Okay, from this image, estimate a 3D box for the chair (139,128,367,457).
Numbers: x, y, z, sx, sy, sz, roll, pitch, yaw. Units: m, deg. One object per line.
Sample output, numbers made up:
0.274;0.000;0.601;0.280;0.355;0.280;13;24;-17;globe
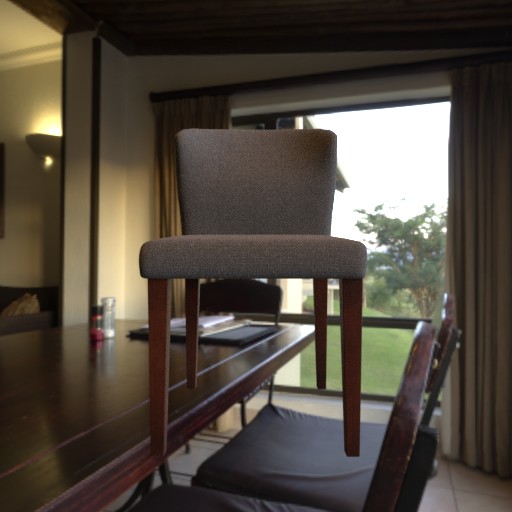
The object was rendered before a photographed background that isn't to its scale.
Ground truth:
0.000;0.000;1.191;0.491;0.839;0.589;0;-1;0;chair
